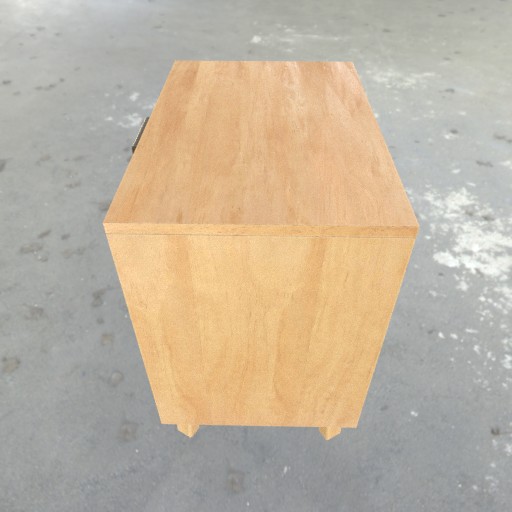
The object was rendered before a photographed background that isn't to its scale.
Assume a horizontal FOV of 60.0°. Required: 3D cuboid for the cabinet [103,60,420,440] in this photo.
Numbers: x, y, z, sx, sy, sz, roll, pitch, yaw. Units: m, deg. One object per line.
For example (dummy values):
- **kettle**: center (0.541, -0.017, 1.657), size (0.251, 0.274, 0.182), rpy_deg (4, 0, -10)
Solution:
- **cabinet**: center (0.000, 0.000, 0.924), size (0.394, 0.599, 0.551), rpy_deg (1, 42, 1)
